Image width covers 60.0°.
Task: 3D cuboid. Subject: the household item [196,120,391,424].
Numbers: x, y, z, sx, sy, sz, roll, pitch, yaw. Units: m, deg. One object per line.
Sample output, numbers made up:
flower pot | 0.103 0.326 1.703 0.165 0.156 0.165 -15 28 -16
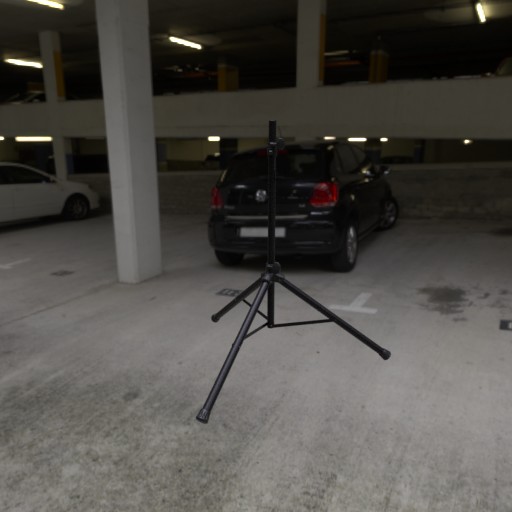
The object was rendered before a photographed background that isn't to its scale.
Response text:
household item | 0.000 0.000 1.927 1.045 1.136 0.907 8 17 28
